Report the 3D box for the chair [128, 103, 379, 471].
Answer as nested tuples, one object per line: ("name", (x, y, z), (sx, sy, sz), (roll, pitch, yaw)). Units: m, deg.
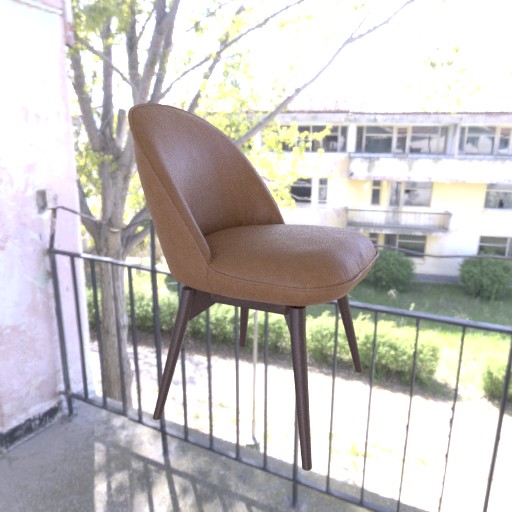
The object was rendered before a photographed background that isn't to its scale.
("chair", (0.000, 0.000, 1.241), (0.631, 0.831, 0.521), (7, 16, 25))
